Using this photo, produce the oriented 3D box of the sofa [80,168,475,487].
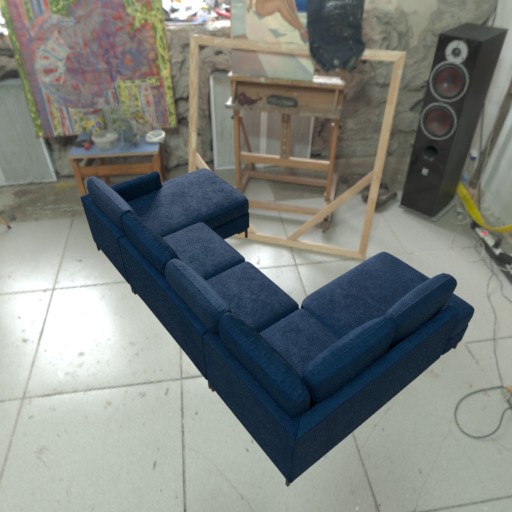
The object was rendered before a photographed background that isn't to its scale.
[{"bbox_3d":[0.000,0.000,4.274,2.055,0.992,3.434,-27,47,-28],"label":"sofa"}]
